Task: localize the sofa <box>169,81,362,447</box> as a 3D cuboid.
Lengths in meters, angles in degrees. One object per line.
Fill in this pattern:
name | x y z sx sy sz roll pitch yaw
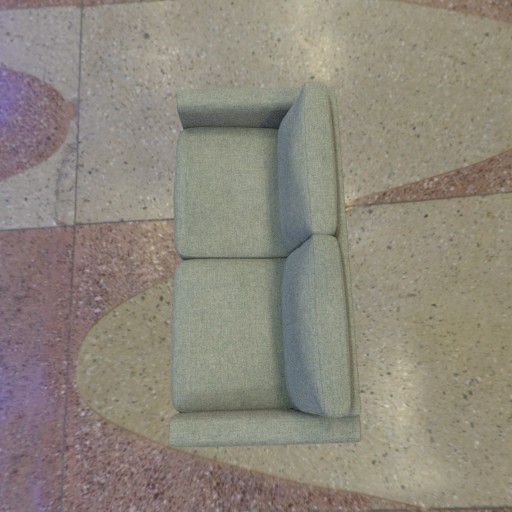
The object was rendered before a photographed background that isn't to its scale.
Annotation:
sofa | 0.000 0.000 2.528 0.969 0.892 1.978 -1 76 0
